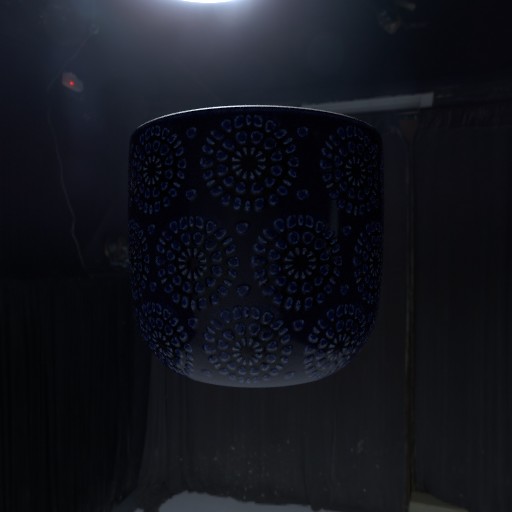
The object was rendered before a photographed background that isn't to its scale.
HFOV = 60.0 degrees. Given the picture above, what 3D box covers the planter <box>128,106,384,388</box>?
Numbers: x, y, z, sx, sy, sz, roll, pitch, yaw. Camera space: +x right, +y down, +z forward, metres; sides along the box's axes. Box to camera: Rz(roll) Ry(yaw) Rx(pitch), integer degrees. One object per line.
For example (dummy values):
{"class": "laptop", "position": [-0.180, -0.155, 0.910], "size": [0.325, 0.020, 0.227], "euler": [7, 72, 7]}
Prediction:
{"class": "planter", "position": [0.000, 0.000, 0.297], "size": [0.165, 0.149, 0.165], "euler": [0, 0, 0]}
